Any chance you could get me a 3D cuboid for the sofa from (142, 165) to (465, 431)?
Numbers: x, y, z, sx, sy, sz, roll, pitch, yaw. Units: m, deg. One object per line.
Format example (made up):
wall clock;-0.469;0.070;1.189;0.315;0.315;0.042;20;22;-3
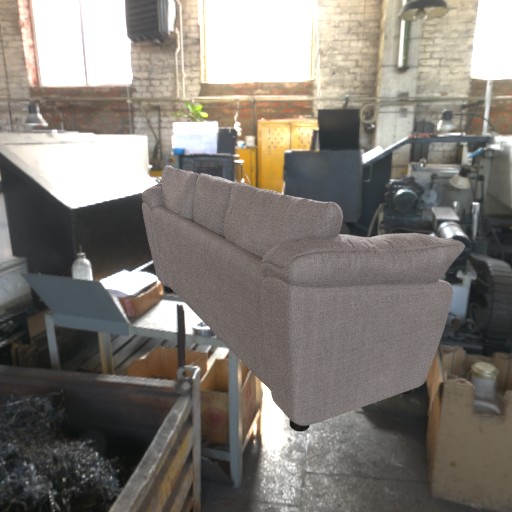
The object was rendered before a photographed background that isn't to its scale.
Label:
sofa;0.000;0.000;2.759;0.878;0.996;2.334;-8;18;-26
